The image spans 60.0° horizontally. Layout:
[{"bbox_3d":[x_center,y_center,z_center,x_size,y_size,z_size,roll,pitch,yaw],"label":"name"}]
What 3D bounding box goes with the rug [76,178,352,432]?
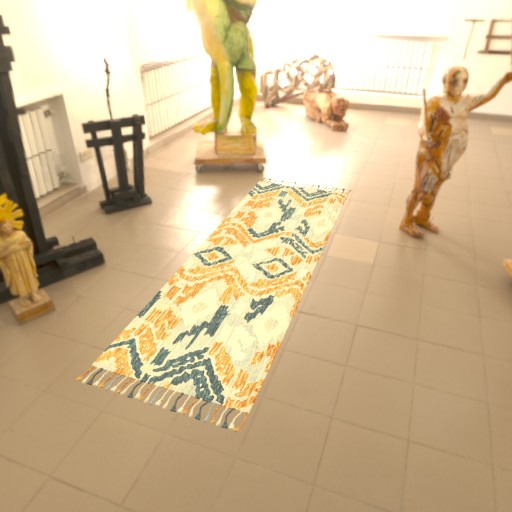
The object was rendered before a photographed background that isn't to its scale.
[{"bbox_3d":[0.000,0.000,2.775,0.783,0.010,2.437,11,34,17],"label":"rug"}]
